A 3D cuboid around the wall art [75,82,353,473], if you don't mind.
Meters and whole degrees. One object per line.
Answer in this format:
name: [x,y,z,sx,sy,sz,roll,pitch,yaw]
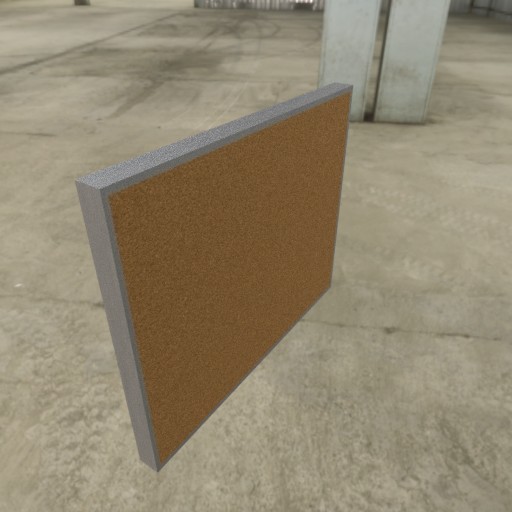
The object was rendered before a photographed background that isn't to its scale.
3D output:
wall art: [0.000,0.000,0.731,0.037,0.450,0.557,21,38,29]
